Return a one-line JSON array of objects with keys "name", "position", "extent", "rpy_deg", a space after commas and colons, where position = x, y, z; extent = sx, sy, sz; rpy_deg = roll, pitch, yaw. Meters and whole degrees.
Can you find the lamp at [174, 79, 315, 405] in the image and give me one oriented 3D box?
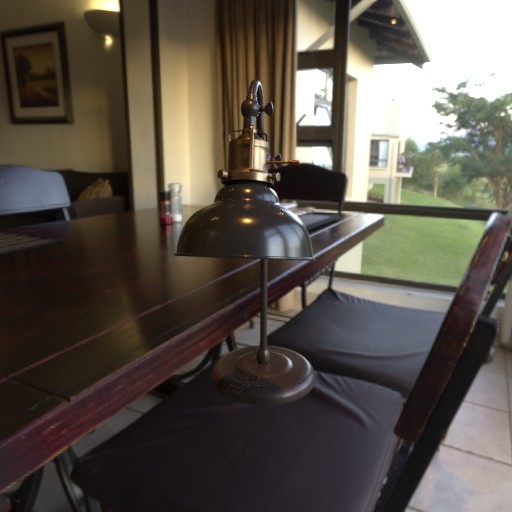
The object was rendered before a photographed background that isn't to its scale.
[{"name": "lamp", "position": [0.000, 0.000, 0.680], "extent": [0.192, 0.508, 0.374], "rpy_deg": [2, 14, 8]}]
